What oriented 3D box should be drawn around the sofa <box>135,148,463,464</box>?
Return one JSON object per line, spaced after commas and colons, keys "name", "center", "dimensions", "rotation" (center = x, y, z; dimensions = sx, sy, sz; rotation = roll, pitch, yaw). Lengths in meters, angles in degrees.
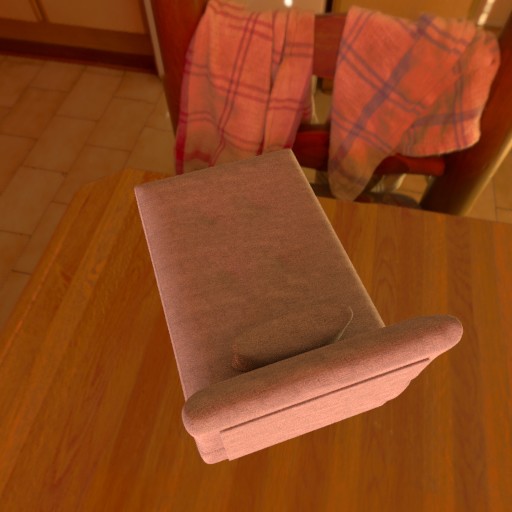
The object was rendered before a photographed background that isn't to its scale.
{"name": "sofa", "center": [0.000, 0.000, 1.982], "dimensions": [0.930, 0.820, 1.450], "rotation": [-16, 59, -10]}
